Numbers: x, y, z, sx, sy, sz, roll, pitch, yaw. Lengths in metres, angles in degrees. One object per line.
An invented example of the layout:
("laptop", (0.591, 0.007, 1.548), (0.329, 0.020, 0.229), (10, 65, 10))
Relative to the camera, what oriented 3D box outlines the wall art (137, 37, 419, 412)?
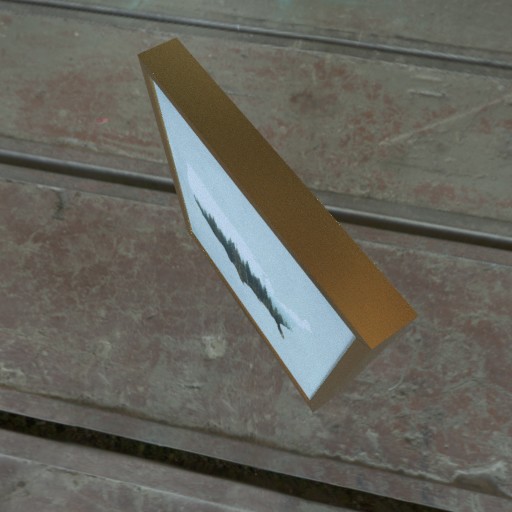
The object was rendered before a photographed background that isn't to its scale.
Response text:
("wall art", (0.000, 0.000, 0.461), (0.038, 0.304, 0.304), (-31, 68, -14))
